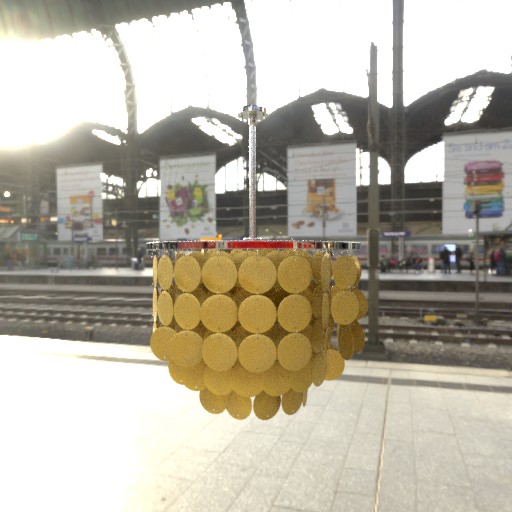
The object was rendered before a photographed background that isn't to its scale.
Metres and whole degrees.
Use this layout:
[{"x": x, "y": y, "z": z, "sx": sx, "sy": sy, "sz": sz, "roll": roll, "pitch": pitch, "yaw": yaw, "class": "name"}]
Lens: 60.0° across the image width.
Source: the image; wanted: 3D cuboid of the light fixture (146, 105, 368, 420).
[{"x": 0.000, "y": 0.000, "z": 0.749, "sx": 0.368, "sy": 0.492, "sz": 0.368, "roll": 0, "pitch": 0, "yaw": 0, "class": "light fixture"}]
